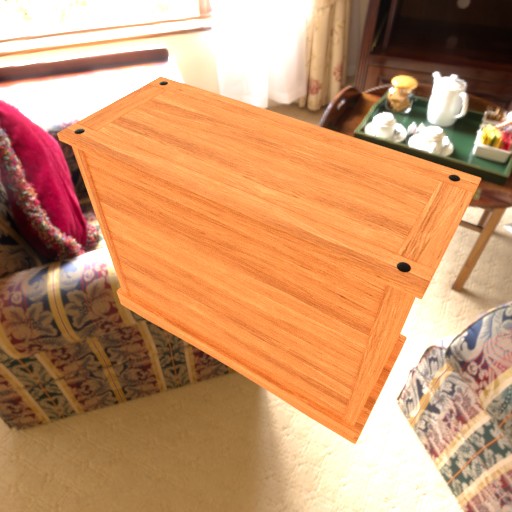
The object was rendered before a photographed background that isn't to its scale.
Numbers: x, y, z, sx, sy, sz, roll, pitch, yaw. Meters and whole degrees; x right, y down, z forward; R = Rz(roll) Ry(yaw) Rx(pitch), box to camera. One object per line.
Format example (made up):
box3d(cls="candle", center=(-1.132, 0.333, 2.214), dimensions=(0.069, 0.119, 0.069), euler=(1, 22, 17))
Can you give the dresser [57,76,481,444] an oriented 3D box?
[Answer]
box3d(cls="dresser", center=(0.000, 0.000, 1.367), dimensions=(0.990, 0.740, 0.410), euler=(25, 51, 22))
